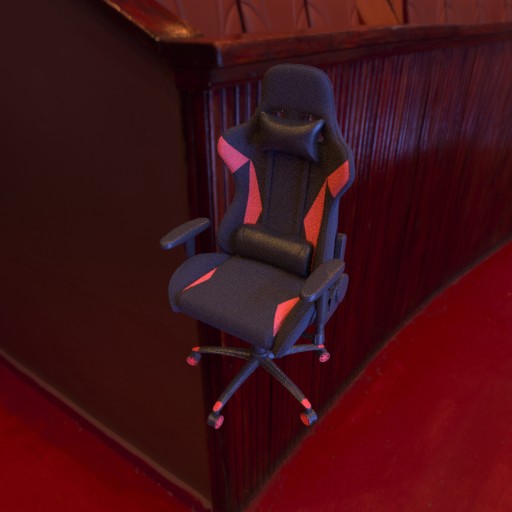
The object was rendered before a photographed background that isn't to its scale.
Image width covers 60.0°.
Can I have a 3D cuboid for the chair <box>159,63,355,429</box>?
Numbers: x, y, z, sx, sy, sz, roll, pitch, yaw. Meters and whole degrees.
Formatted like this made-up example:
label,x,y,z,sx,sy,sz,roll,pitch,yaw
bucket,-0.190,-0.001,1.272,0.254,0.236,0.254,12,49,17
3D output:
label,x,y,z,sx,sy,sz,roll,pitch,yaw
chair,0.000,0.000,1.721,0.695,1.326,0.658,19,35,29
